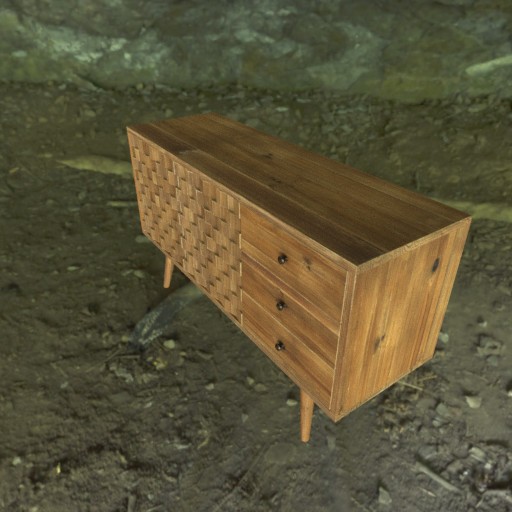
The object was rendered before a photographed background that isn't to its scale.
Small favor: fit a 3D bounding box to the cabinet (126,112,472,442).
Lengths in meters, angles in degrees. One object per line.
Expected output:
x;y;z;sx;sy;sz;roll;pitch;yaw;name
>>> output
0.000;0.000;1.798;0.472;0.800;1.400;-20;37;-29;cabinet
